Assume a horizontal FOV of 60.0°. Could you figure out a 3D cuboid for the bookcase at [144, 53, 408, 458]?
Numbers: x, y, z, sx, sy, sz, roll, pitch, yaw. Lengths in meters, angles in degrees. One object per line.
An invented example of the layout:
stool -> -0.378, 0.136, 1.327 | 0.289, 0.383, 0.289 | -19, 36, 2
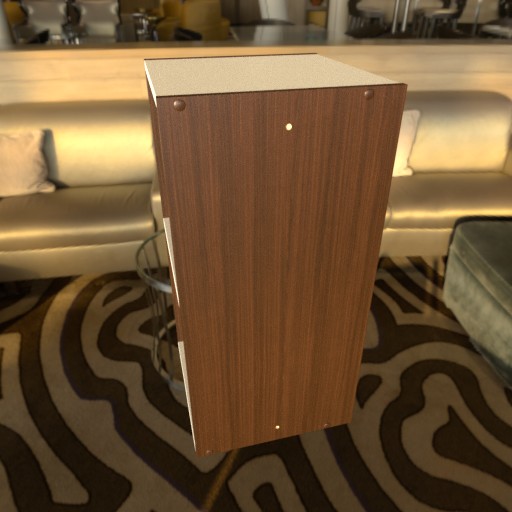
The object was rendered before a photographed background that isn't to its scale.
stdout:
bookcase -> 0.000, 0.000, 0.766 | 0.290, 0.600, 0.300 | -8, 32, -12
